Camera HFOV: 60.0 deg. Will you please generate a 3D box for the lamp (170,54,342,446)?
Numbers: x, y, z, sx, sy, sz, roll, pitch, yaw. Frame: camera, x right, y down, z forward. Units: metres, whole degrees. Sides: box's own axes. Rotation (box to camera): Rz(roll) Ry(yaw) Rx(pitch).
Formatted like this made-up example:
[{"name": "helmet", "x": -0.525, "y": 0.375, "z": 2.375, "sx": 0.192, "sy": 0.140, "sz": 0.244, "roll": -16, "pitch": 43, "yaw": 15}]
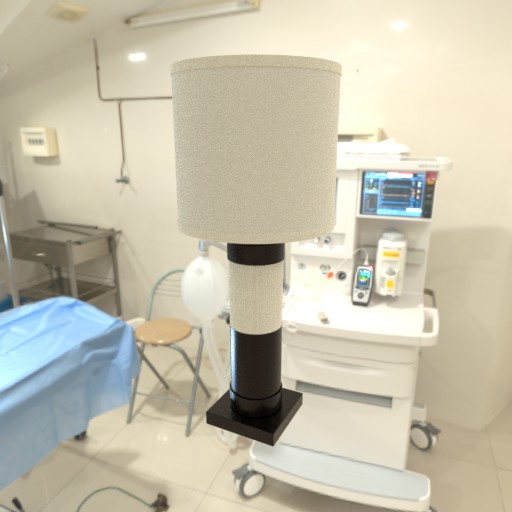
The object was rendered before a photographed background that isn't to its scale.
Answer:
[{"name": "lamp", "x": 0.000, "y": 0.000, "z": 0.616, "sx": 0.211, "sy": 0.509, "sz": 0.211, "roll": 8, "pitch": 18, "yaw": 26}]
